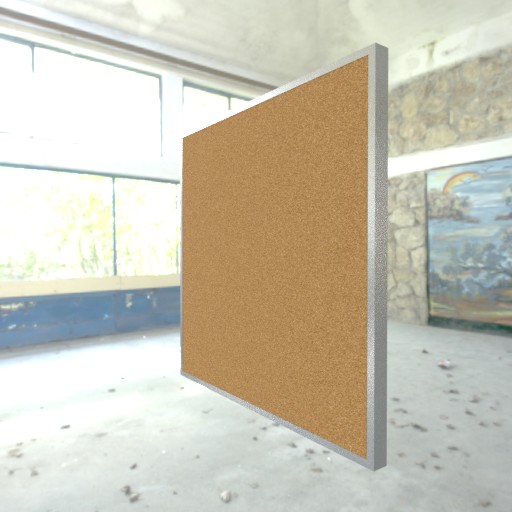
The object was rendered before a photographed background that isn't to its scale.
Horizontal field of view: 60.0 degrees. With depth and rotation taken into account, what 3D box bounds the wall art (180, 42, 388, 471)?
[{"bbox_3d":[0.000,0.000,1.170,0.038,0.806,0.806,-1,1,-36],"label":"wall art"}]
